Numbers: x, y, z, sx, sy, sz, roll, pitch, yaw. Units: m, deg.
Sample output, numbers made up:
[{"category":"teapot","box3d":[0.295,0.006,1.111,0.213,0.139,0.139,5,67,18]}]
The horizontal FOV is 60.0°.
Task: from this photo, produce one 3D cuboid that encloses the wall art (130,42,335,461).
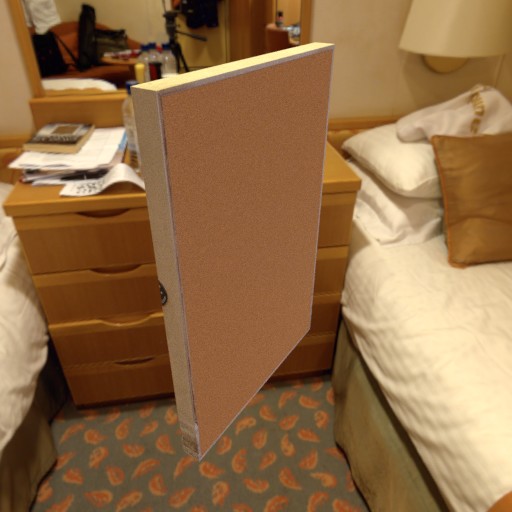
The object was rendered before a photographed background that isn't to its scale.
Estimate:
[{"category":"wall art","box3d":[0.000,0.000,0.743,0.036,0.607,0.403,20,37,28]}]
